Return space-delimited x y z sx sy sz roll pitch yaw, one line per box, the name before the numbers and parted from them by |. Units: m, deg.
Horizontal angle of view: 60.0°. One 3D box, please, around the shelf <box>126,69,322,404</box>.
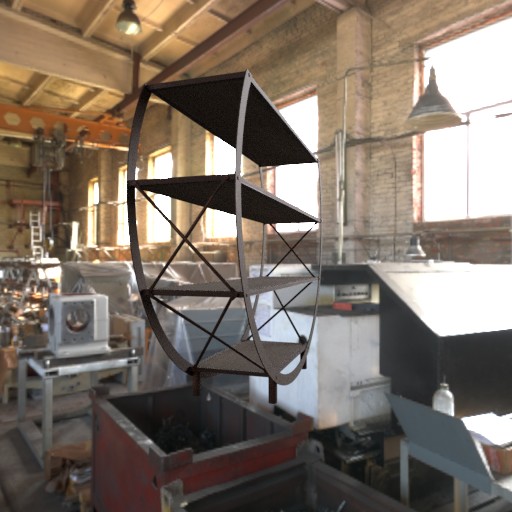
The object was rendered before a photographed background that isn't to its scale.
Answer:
shelf | 0.000 0.000 1.900 0.344 1.063 1.403 0 -1 18
